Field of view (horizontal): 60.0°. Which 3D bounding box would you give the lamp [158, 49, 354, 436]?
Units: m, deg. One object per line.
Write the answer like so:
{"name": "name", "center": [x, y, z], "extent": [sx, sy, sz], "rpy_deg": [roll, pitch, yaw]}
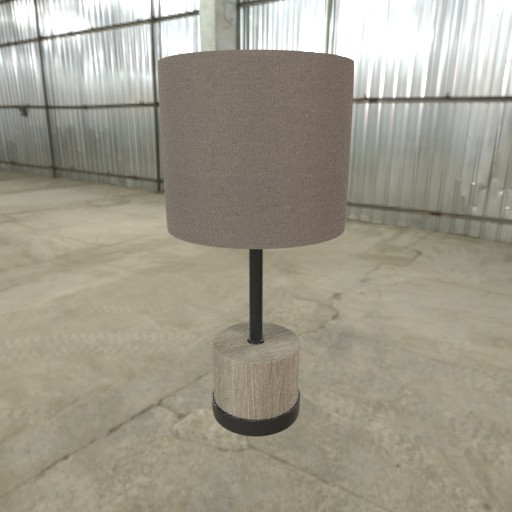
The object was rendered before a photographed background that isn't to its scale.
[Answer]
{"name": "lamp", "center": [0.000, 0.000, 0.589], "extent": [0.229, 0.470, 0.229], "rpy_deg": [-8, 18, -24]}
